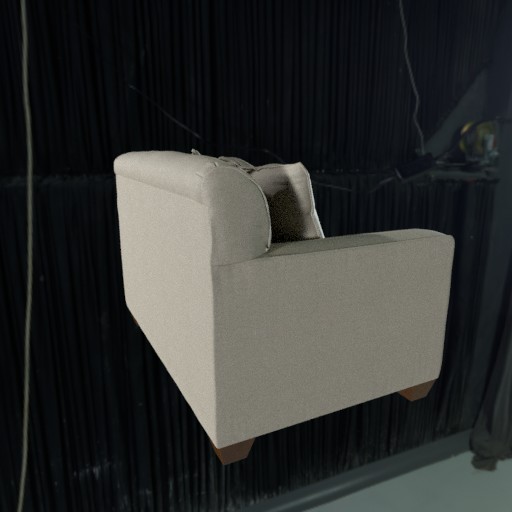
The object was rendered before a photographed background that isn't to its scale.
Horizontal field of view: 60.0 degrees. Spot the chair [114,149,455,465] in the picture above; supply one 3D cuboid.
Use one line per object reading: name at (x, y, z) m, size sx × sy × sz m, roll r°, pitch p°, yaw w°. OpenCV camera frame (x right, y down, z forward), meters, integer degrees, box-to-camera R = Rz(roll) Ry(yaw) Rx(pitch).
chair at (0.000, 0.000, 2.023) m, size 1.000 × 0.948 × 1.383 m, roll -7°, pitch 16°, yaw -26°
